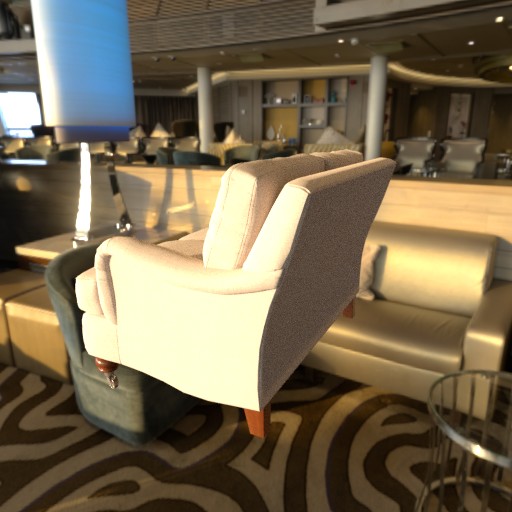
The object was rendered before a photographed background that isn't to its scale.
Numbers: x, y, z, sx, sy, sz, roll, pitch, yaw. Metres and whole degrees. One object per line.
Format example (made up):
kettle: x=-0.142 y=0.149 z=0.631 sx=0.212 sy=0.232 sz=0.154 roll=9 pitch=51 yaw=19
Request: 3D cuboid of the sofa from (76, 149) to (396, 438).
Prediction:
sofa: x=0.000 y=0.000 z=2.291 sx=1.087 sy=1.048 sz=1.508 roll=8 pitch=18 yaw=26
